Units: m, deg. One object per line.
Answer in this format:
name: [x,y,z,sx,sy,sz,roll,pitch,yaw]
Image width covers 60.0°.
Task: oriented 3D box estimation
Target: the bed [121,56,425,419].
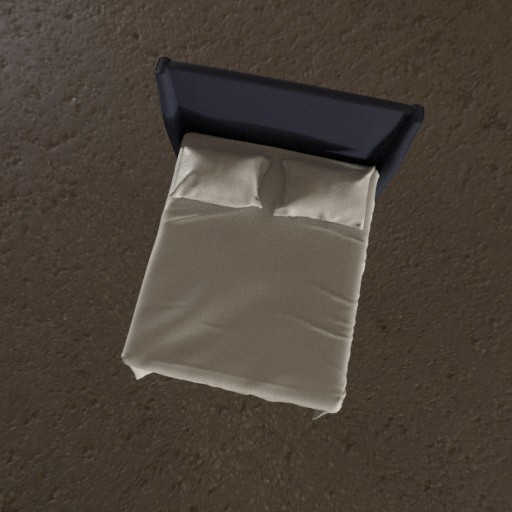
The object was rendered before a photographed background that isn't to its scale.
bed: [0.000,0.000,3.448,1.925,1.332,2.276,12,76,3]
